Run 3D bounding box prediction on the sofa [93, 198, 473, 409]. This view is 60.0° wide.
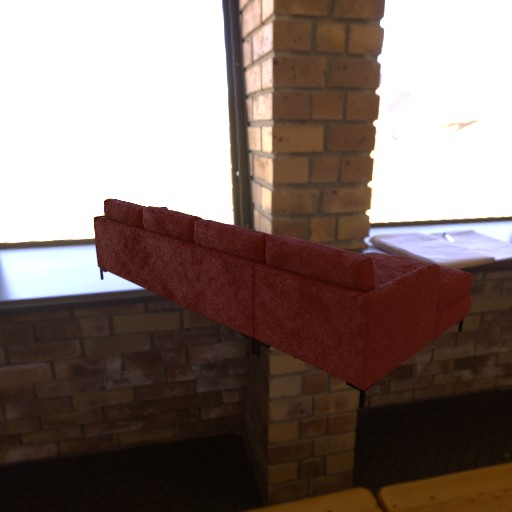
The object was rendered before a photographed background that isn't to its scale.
[{"bbox_3d":[0.000,0.000,3.001,2.467,0.663,1.136,16,22,43],"label":"sofa"}]
